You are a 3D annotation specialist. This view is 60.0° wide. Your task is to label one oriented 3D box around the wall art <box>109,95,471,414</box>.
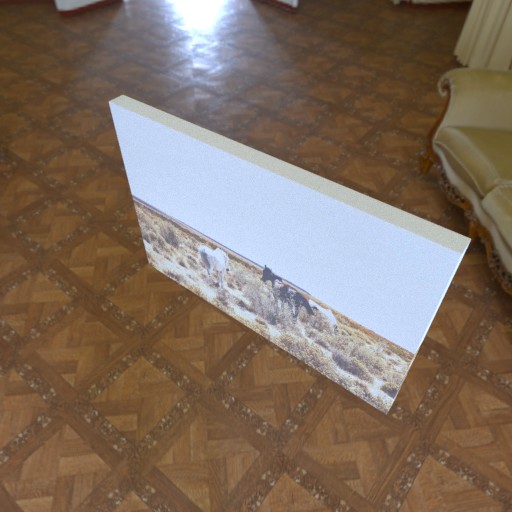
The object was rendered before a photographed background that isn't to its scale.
[{"bbox_3d":[0.000,0.000,1.176,0.914,0.610,0.050,28,52,25],"label":"wall art"}]
